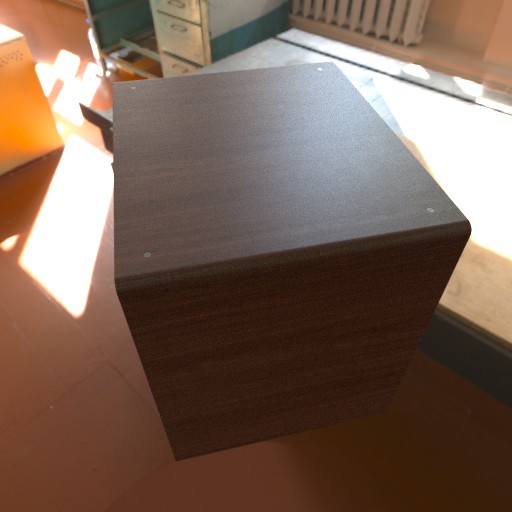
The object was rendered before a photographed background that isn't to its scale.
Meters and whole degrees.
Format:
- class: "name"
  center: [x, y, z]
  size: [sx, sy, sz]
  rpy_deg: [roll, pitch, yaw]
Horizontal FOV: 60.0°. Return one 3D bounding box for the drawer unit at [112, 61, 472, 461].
- class: "drawer unit"
  center: [0.000, 0.000, 0.587]
  size: [0.290, 0.351, 0.349]
  rpy_deg: [-9, 46, -9]
